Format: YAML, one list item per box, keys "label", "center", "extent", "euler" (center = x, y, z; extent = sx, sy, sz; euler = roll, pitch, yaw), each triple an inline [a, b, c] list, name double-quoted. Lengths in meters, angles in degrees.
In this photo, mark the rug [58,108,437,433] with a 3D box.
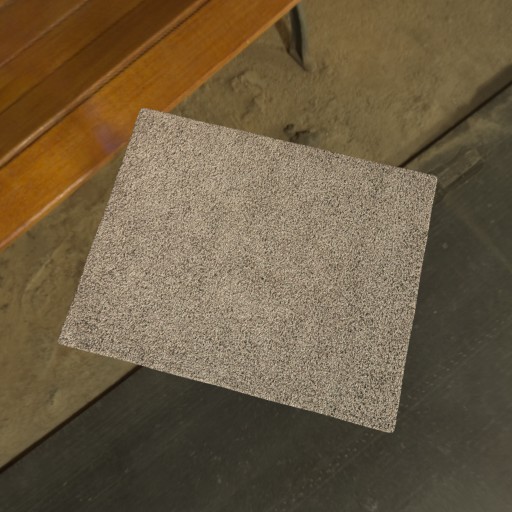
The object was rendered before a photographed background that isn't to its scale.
- label: "rug"
  center: [0.000, 0.000, 4.148]
  extent: [3.047, 0.029, 2.438]
  euler: [14, 77, 3]
